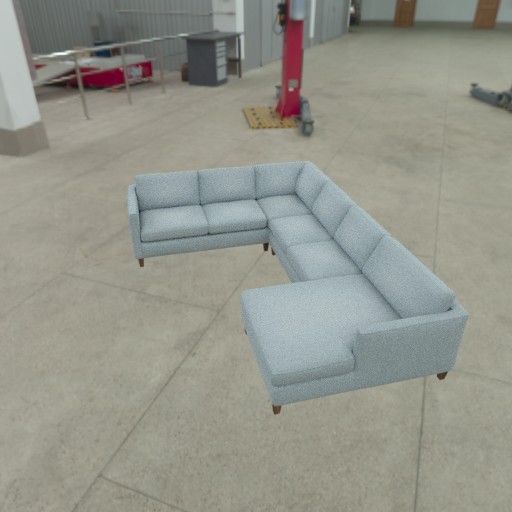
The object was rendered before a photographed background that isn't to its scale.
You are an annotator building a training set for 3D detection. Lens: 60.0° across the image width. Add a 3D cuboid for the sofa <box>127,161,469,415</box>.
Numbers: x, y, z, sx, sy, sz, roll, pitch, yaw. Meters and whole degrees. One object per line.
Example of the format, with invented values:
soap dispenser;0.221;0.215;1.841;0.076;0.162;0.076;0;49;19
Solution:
sofa;0.000;0.000;4.617;2.551;0.889;3.403;-7;31;-12
